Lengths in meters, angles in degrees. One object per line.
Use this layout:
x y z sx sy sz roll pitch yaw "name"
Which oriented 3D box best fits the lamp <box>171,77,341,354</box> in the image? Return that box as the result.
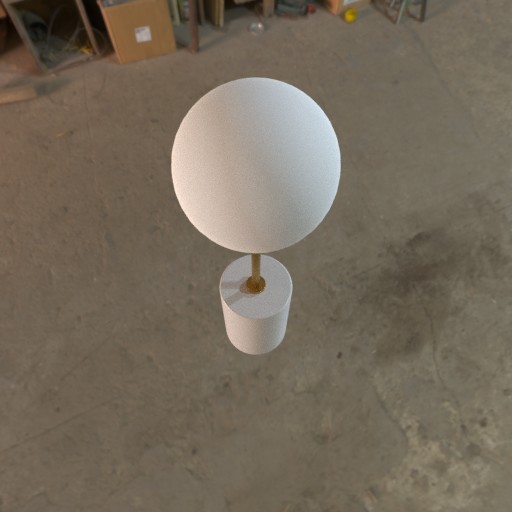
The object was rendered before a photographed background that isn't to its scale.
0.000 0.000 0.549 0.153 0.480 0.153 0 60 0 "lamp"
